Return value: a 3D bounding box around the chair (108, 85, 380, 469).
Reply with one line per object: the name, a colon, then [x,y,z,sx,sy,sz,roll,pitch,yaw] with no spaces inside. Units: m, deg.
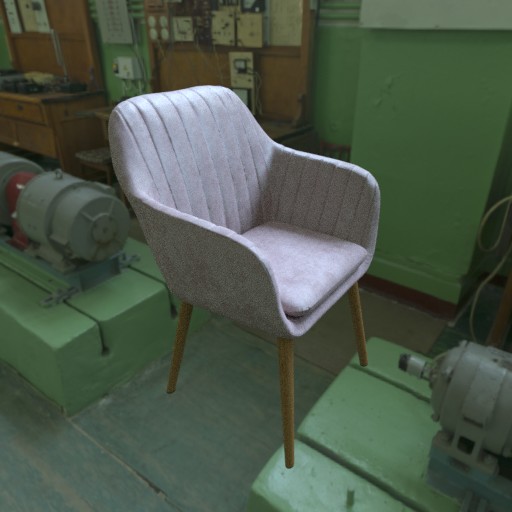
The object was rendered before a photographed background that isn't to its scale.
chair: [0.000,0.000,1.237,0.570,0.832,0.610,19,33,31]
